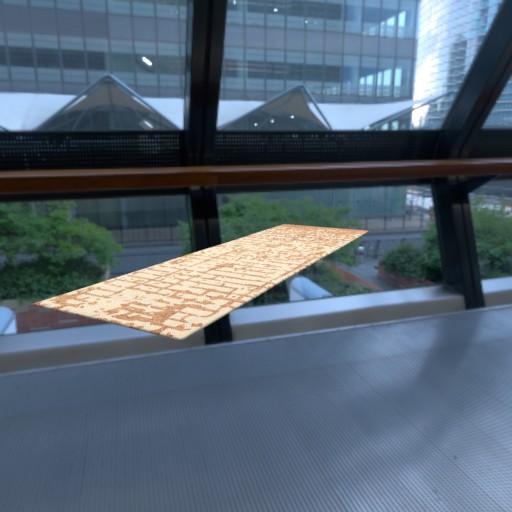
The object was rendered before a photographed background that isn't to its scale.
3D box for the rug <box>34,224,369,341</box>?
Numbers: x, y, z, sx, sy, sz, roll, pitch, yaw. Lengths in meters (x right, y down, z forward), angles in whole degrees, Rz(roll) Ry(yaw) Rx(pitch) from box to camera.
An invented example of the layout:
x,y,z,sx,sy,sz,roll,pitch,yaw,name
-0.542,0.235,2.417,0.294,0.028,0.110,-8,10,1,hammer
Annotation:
x,y,z,sx,sy,sz,roll,pitch,yaw,name
0.000,0.000,2.673,0.750,0.011,2.435,7,14,27,rug
